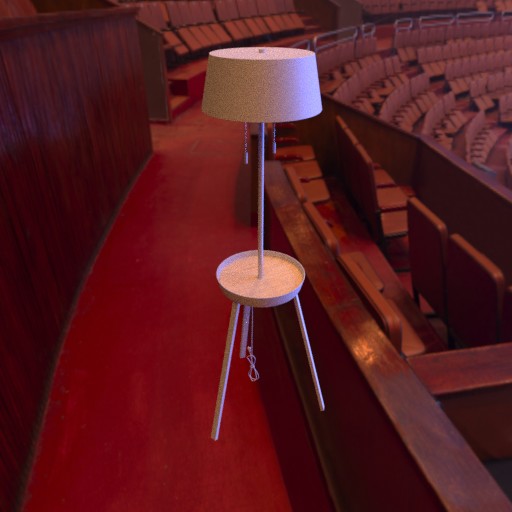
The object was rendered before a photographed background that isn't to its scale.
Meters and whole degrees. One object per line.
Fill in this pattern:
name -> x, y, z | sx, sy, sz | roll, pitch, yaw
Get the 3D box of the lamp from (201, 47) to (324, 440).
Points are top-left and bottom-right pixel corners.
lamp -> 0.000, 0.000, 1.669 | 0.508, 1.429, 0.468 | -10, 32, -16
